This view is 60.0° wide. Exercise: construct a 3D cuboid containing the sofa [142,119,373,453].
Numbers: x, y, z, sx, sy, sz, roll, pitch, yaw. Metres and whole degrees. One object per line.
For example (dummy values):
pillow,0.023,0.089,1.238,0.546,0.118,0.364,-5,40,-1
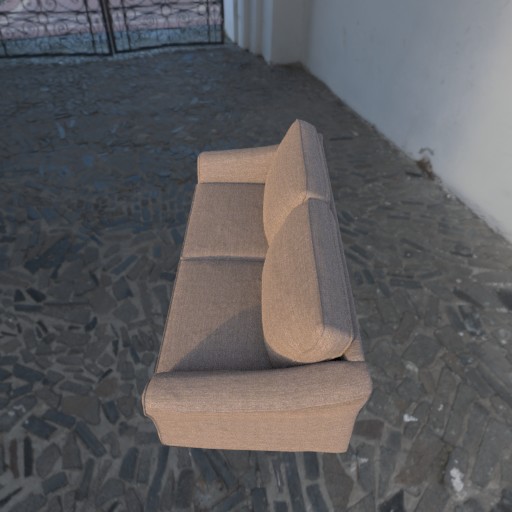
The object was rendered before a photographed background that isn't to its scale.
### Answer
sofa,0.000,0.000,2.767,0.980,0.965,2.270,1,42,1
